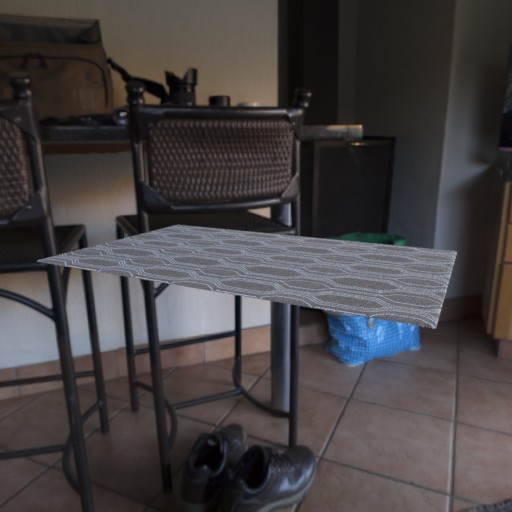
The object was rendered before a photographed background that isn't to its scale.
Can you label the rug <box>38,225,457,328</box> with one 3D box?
[{"bbox_3d":[0.000,0.000,3.051,2.457,0.012,1.541,7,15,26],"label":"rug"}]
